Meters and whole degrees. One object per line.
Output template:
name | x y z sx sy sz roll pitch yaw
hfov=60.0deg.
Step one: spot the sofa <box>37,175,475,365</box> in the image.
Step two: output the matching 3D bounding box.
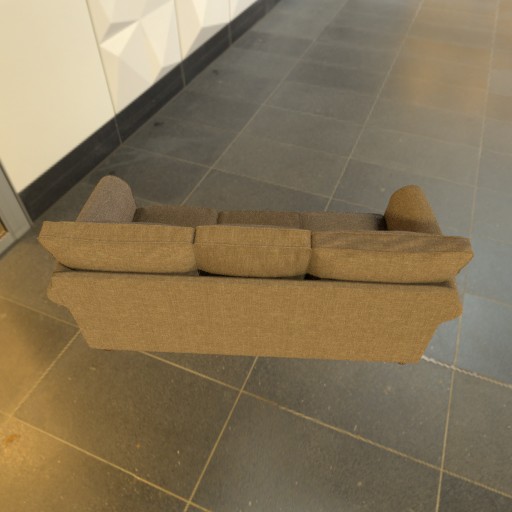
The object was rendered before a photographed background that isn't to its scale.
sofa | 0.000 0.000 2.596 2.084 0.961 0.916 2 47 2
